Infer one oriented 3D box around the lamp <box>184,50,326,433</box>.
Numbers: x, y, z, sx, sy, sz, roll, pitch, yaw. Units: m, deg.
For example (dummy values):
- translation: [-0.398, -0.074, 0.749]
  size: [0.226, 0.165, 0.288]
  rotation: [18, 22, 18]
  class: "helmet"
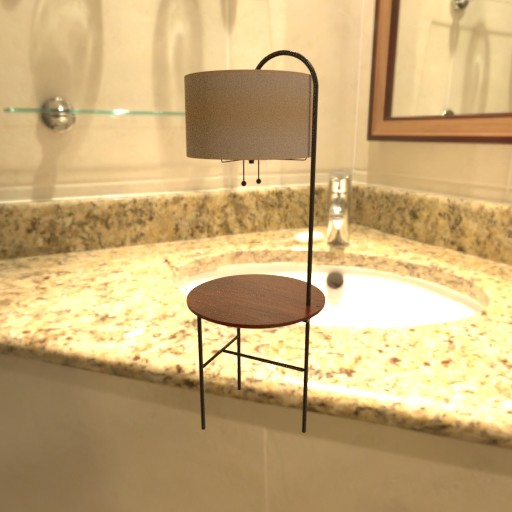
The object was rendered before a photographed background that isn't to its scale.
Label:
- translation: [0.000, 0.000, 1.795]
  size: [0.573, 1.517, 0.573]
  rotation: [0, 16, 0]
  class: "lamp"
